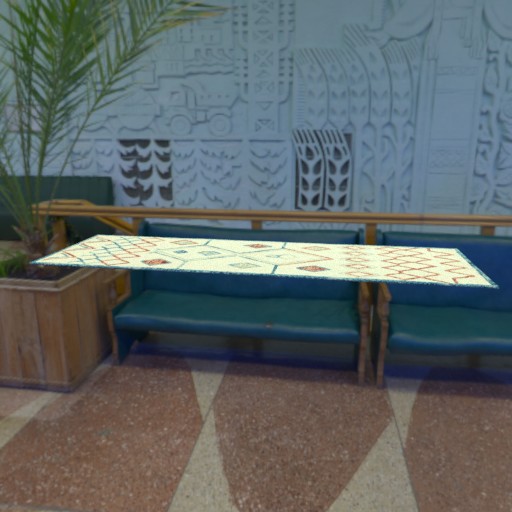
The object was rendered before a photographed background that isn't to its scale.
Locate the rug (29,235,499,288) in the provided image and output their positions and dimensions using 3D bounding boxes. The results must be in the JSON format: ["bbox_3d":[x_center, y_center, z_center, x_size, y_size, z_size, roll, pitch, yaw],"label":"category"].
[{"bbox_3d":[0.000,0.000,2.623,2.435,0.011,0.750,3,15,9],"label":"rug"}]
